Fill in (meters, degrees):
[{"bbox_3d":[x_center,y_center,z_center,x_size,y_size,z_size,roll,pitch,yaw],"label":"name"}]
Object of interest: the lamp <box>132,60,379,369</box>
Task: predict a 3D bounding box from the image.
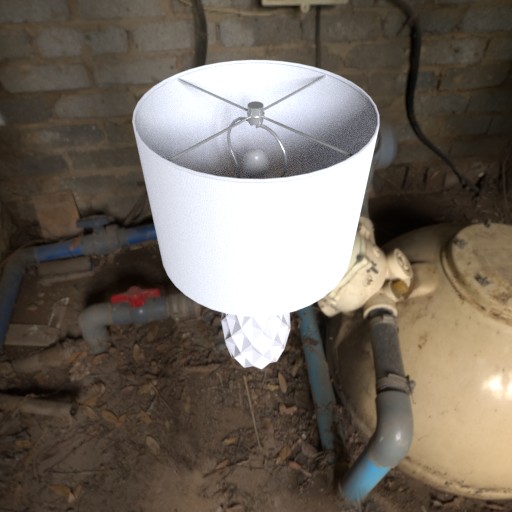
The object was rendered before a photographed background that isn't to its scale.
[{"bbox_3d":[0.000,0.000,0.724,0.297,0.522,0.297,0,45,0],"label":"lamp"}]
